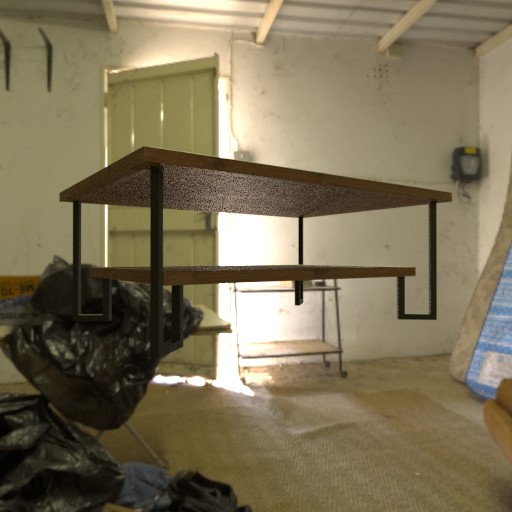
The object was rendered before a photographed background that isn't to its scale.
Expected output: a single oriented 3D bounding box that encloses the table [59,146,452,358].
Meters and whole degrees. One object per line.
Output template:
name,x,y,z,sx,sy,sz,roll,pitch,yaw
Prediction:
table,0.000,0.000,1.708,1.238,0.492,0.877,0,0,-35
